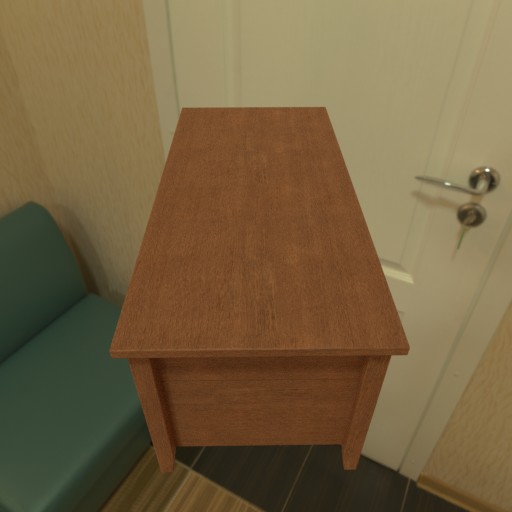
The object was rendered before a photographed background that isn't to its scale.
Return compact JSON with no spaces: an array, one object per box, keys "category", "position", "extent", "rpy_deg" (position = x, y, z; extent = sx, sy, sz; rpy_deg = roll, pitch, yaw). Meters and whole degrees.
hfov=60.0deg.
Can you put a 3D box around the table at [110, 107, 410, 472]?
[{"category":"table","position":[0.000,0.000,1.245],"extent":[0.483,0.457,1.016],"rpy_deg":[0,40,-1]}]
